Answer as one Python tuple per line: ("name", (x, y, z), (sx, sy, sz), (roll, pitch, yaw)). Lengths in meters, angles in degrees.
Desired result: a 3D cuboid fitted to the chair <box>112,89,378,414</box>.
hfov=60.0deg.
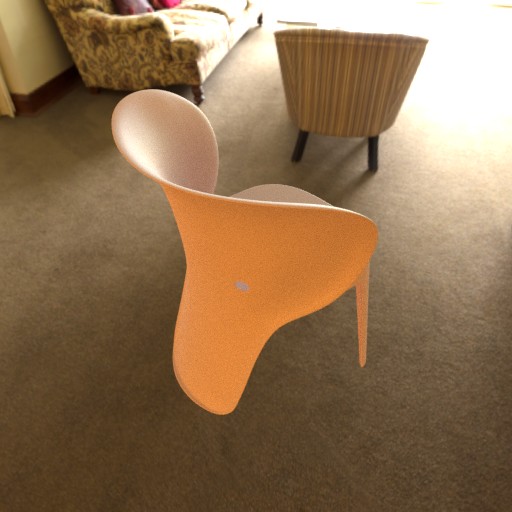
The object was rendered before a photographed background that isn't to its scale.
("chair", (0.000, 0.000, 0.835), (0.402, 0.554, 0.451), (-27, 49, -26))
